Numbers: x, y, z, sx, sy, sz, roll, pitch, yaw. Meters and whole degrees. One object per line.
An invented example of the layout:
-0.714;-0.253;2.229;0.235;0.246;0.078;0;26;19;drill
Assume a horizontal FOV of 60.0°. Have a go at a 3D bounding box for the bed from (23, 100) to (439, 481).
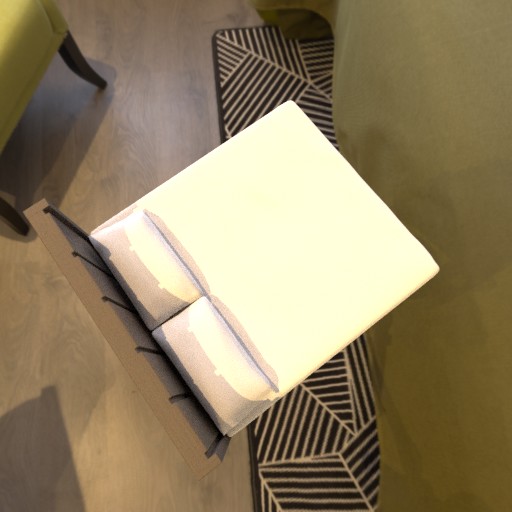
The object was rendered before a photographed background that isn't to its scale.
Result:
0.000;0.000;3.076;1.992;1.261;1.735;-36;78;-9;bed
